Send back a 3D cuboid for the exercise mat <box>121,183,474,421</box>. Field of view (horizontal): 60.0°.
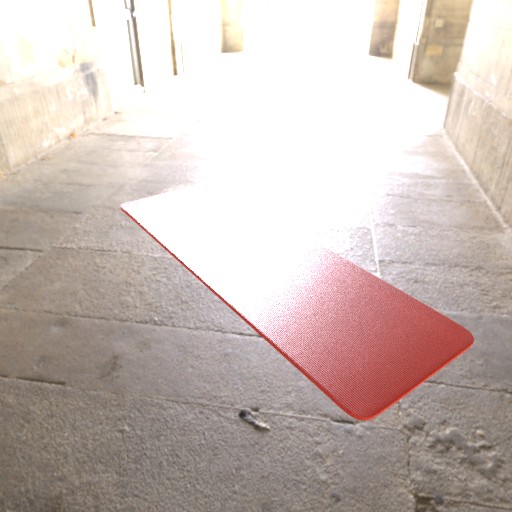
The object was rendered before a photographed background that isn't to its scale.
[{"bbox_3d":[0.000,0.000,2.058,0.616,0.021,1.869,-20,36,-30],"label":"exercise mat"}]
